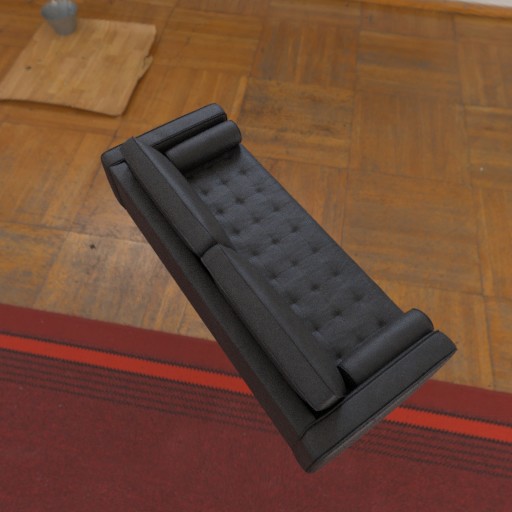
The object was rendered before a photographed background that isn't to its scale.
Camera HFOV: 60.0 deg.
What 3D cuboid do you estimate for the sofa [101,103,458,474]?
[{"bbox_3d":[0.000,0.000,2.616,0.914,0.762,2.210,-31,63,-18],"label":"sofa"}]
